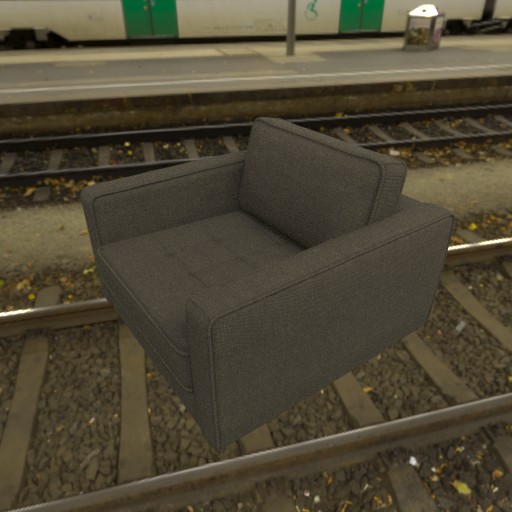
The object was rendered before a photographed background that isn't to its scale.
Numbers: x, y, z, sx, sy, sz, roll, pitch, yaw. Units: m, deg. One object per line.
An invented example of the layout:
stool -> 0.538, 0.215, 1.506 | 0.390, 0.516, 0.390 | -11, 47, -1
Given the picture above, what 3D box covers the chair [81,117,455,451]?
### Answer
chair -> 0.000, 0.000, 1.552 | 0.919, 0.770, 0.899 | -21, 37, -30
